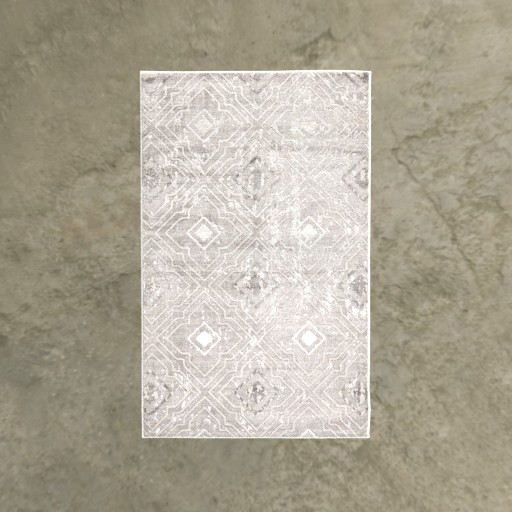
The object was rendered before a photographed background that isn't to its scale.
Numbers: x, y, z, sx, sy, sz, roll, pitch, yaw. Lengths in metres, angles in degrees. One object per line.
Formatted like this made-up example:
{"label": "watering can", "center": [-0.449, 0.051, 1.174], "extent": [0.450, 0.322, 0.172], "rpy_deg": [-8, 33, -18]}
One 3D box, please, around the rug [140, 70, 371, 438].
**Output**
{"label": "rug", "center": [0.000, 0.000, 2.951], "extent": [1.537, 0.036, 2.447], "rpy_deg": [0, 91, 0]}
